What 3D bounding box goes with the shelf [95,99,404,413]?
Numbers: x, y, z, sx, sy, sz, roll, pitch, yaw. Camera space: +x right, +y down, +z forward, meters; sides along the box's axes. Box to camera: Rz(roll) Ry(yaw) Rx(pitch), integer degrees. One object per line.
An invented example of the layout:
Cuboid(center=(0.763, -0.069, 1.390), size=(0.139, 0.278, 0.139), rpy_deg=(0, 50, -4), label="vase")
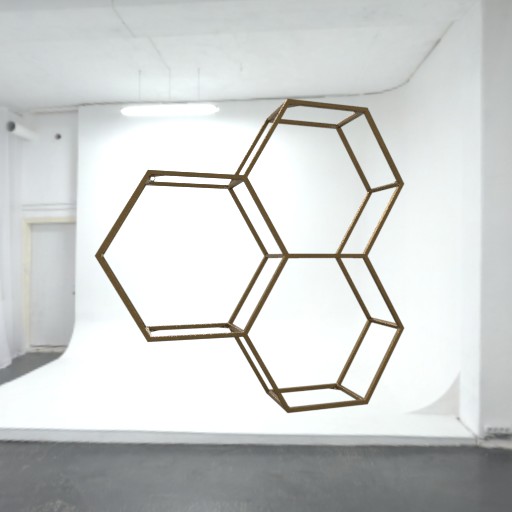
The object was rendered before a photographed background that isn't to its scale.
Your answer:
Cuboid(center=(0.000, 0.000, 1.044), size=(0.708, 0.701, 0.150), rpy_deg=(0, 0, -17), label="shelf")
